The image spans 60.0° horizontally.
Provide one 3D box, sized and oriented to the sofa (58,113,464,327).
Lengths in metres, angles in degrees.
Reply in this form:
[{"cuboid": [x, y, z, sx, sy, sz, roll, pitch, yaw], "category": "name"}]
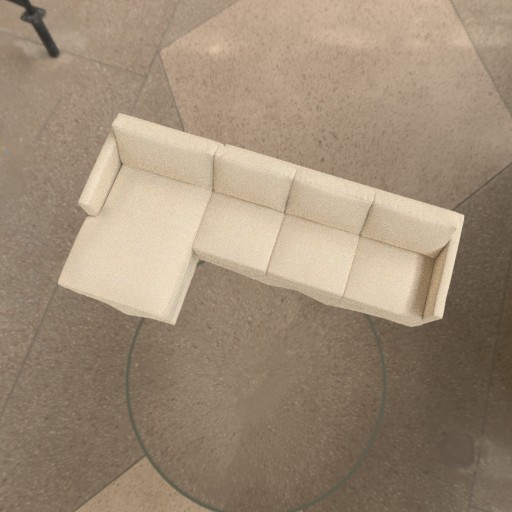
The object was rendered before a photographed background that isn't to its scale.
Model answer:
[{"cuboid": [0.000, 0.000, 3.938, 3.205, 0.922, 1.650, 18, 76, 5], "category": "sofa"}]
